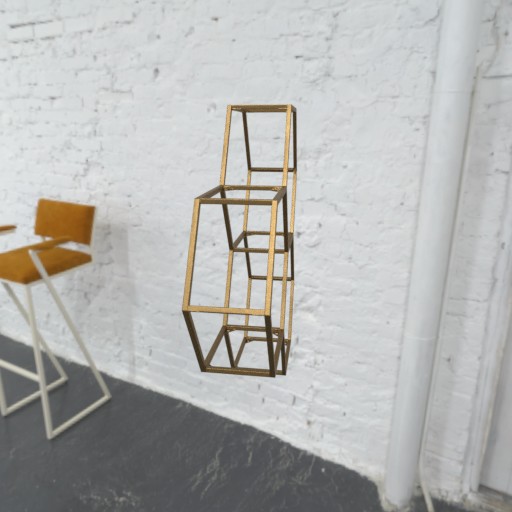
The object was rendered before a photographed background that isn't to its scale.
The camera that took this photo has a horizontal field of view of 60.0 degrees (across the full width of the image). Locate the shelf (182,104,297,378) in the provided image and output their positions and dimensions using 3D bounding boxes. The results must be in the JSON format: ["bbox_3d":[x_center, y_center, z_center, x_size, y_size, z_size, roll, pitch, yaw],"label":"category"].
[{"bbox_3d":[0.000,0.000,1.075,0.150,0.701,0.708,2,16,8],"label":"shelf"}]
